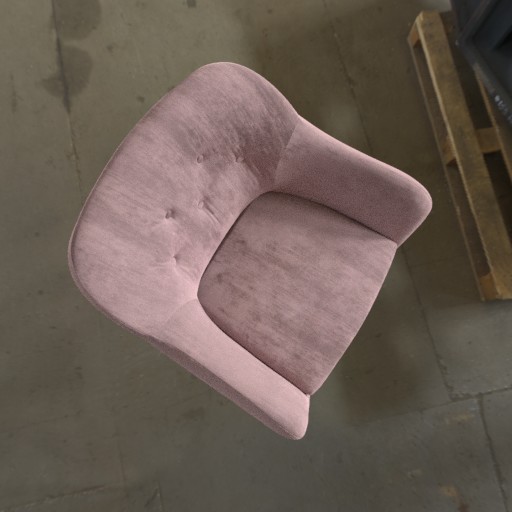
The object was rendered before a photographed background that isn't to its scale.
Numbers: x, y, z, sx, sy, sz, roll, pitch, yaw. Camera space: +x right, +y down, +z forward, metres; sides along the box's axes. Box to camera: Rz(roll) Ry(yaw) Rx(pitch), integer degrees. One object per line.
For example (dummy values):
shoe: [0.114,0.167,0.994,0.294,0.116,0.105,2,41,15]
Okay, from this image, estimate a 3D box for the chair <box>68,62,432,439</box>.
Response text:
chair: [0.000,0.000,1.480,0.820,0.820,0.840,31,79,7]
